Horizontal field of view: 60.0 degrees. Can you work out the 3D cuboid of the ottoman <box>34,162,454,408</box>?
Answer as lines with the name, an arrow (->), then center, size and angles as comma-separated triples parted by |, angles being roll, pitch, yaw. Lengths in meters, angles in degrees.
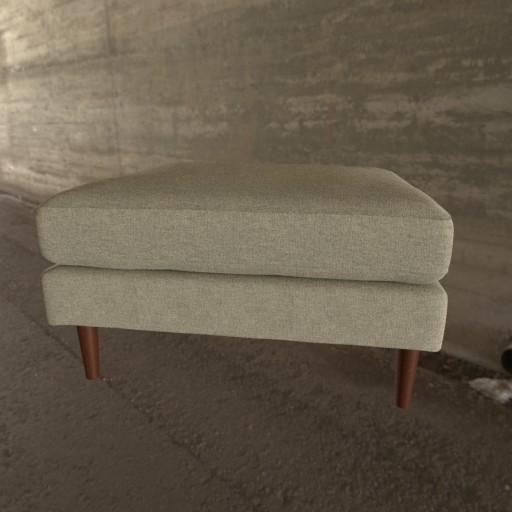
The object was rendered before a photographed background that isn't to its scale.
ottoman -> 0.000, 0.000, 1.191 | 0.821, 0.474, 0.693 | 3, 16, 9
